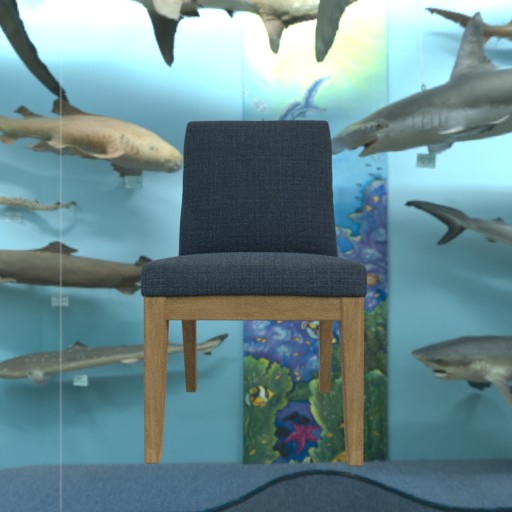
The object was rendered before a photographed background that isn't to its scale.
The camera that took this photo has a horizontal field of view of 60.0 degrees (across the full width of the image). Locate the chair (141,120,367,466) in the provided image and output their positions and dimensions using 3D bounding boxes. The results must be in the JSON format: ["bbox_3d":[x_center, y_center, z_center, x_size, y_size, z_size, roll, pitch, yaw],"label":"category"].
[{"bbox_3d":[0.000,0.000,1.240,0.507,0.911,0.586,0,0,1],"label":"chair"}]
